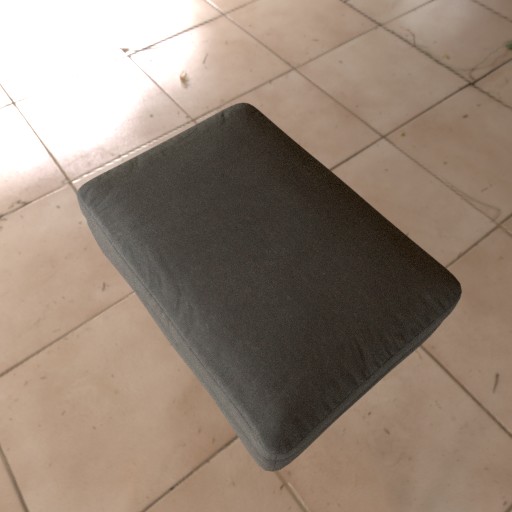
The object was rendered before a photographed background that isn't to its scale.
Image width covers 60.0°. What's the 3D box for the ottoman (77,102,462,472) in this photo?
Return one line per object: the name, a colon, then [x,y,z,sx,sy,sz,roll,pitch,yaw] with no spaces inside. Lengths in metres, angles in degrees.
ottoman: [0.000,0.000,1.631,0.840,0.429,1.199,-34,64,-19]
